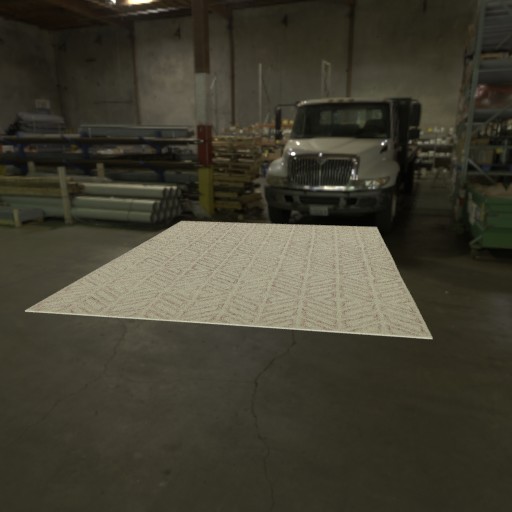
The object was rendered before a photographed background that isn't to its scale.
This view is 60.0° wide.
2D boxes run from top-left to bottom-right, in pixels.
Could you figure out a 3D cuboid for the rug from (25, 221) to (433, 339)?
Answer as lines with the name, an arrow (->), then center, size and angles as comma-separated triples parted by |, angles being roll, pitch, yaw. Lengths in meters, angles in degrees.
rug -> 0.000, 0.000, 4.016 | 2.421, 0.008, 3.045 | 2, 15, 9
